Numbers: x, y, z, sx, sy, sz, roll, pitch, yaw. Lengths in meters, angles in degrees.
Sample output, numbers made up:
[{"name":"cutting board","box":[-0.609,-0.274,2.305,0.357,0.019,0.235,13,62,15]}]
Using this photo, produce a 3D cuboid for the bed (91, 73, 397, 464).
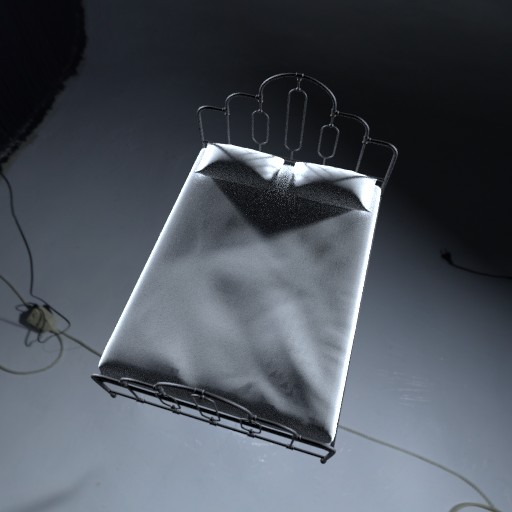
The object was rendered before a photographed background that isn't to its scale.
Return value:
[{"name":"bed","box":[0.000,0.000,3.119,1.640,1.429,2.163,14,60,8]}]
